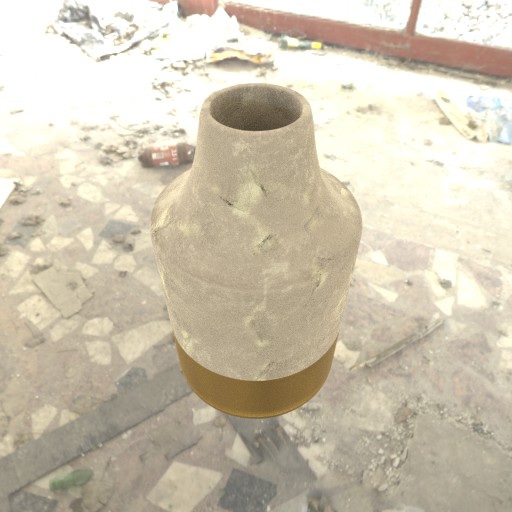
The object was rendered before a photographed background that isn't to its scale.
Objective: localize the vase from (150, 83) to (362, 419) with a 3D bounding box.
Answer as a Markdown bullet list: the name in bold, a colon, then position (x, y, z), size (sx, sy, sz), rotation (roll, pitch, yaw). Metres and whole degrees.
- **vase**: position (0.000, 0.000, 0.424), size (0.184, 0.305, 0.184), rotation (0, 46, 0)
